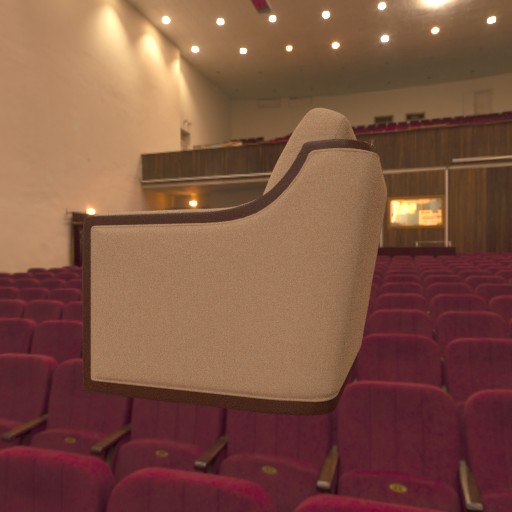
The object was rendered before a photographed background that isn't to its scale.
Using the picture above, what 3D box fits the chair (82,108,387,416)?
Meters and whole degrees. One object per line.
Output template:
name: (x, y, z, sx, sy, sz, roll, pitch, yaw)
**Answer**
chair: (0.000, 0.000, 1.710, 0.950, 0.930, 0.870, 0, 0, 18)
